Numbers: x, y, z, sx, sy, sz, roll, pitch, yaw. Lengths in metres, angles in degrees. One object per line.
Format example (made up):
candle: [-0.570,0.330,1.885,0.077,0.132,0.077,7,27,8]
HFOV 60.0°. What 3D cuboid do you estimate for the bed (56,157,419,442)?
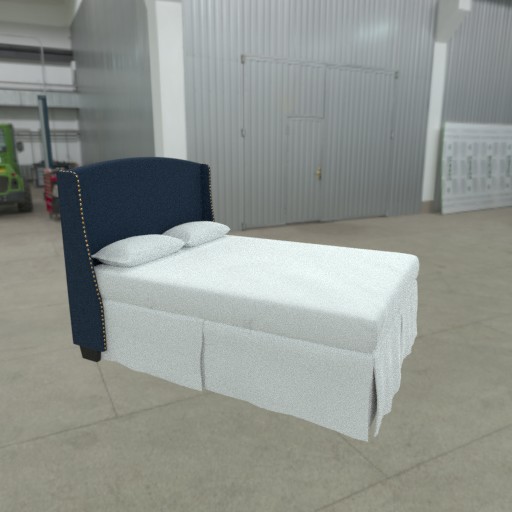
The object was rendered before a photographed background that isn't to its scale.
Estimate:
bed: [0.000,0.000,3.268,2.223,1.402,1.604,7,16,26]
